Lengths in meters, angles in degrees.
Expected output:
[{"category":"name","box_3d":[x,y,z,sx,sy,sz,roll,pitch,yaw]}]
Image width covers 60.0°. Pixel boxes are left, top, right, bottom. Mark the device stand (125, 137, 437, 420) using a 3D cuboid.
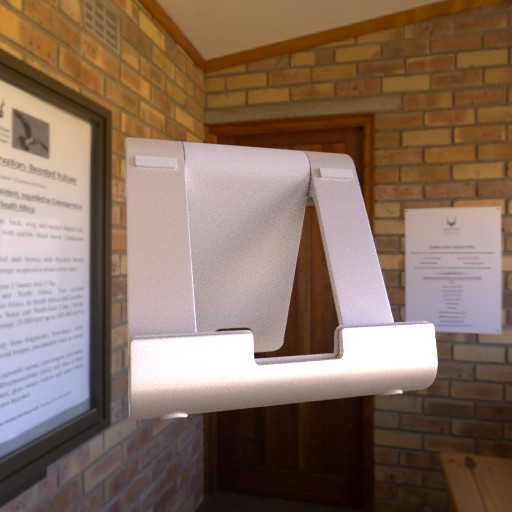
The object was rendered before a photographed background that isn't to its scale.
[{"category":"device stand","box_3d":[0.000,0.000,0.154,0.086,0.084,0.079,0,0,-17]}]
